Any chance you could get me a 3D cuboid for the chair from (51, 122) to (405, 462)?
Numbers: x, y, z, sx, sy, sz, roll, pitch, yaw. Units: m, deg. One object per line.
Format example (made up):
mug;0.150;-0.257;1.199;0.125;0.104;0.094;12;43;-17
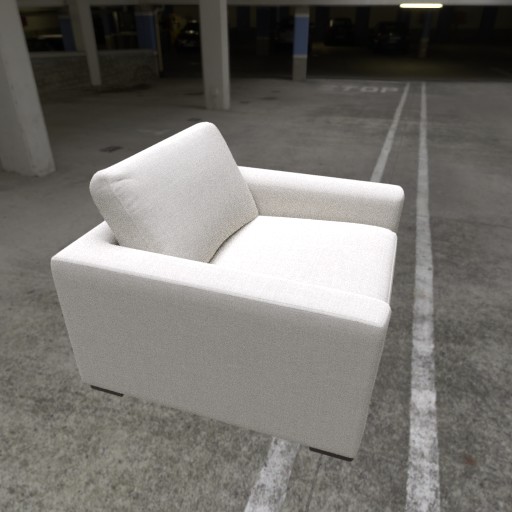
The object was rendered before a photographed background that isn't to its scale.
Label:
chair;0.000;0.000;1.832;1.100;0.876;1.070;10;31;16
